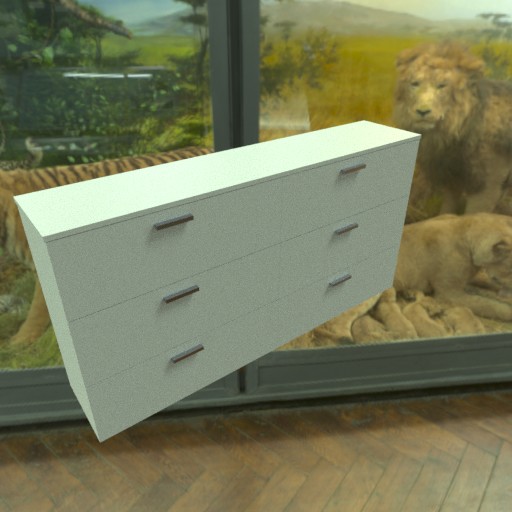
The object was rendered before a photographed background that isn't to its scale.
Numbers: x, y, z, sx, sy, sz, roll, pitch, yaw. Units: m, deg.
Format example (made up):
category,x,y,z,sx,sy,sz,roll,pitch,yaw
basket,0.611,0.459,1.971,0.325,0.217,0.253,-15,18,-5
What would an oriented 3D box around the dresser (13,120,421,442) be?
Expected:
category,x,y,z,sx,sy,sz,roll,pitch,yaw
dresser,0.000,0.000,1.786,1.535,0.790,0.333,-21,36,-31
